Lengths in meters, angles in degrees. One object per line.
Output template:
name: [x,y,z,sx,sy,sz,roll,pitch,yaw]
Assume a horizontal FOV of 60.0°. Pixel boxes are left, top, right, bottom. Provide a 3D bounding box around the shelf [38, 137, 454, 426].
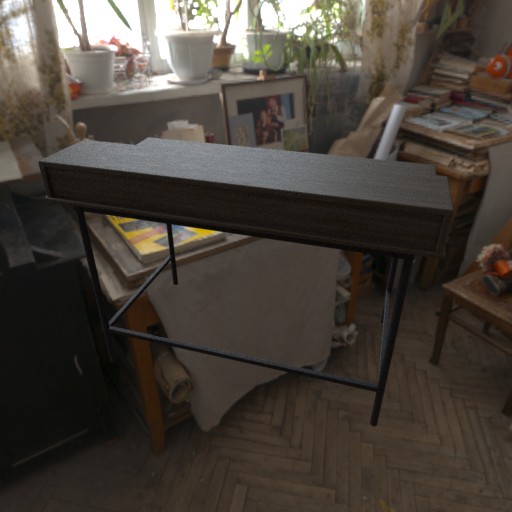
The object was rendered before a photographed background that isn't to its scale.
shelf: [0.000,0.000,1.712,1.212,0.865,0.685,9,33,14]
